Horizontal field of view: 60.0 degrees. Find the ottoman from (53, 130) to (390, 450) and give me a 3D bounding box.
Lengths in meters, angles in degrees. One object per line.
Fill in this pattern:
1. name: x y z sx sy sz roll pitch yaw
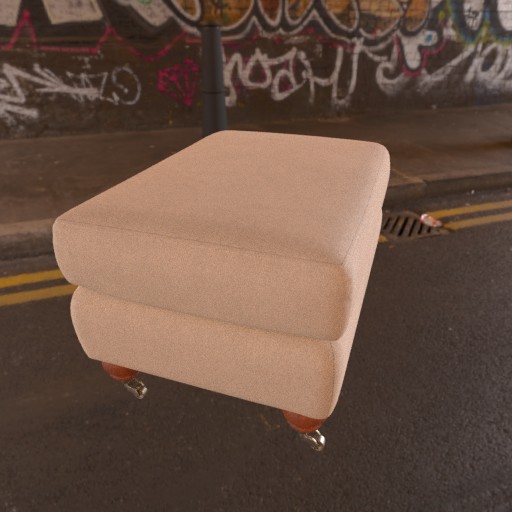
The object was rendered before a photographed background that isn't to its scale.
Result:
1. ottoman: 0.000 0.000 1.128 0.569 0.499 0.773 10 30 17
